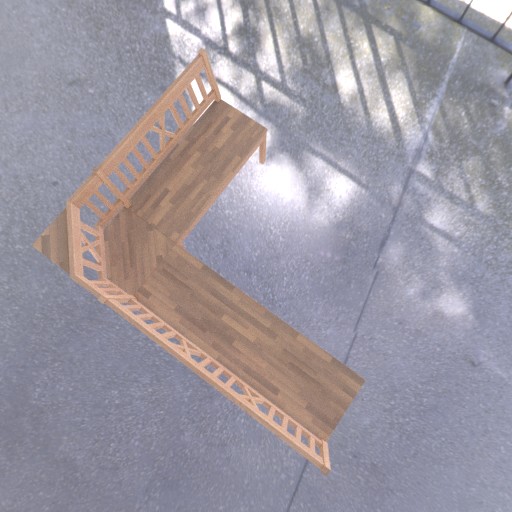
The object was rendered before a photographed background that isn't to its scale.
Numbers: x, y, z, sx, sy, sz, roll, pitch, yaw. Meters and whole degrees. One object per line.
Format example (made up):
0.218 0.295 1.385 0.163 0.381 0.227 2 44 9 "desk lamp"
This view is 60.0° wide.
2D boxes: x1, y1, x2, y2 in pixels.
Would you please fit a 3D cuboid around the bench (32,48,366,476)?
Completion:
0.000 0.000 2.819 1.937 0.902 1.537 35 78 9 "bench"
